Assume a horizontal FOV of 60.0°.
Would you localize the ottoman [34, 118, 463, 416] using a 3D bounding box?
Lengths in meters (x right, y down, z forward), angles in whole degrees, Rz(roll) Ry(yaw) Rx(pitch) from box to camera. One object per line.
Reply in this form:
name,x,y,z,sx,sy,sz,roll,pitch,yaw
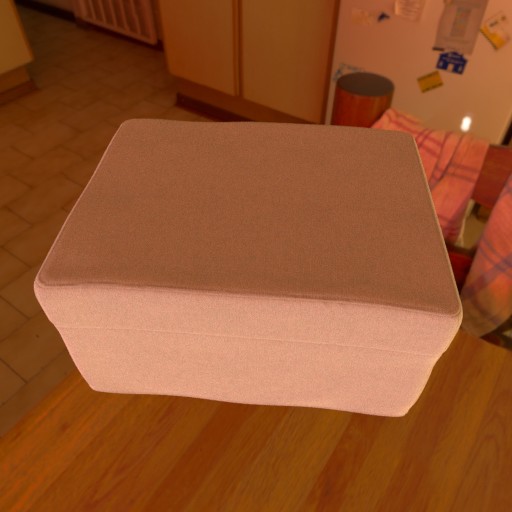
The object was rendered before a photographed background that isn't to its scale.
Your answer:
ottoman,0.000,0.000,1.194,0.833,0.461,0.648,4,47,3
